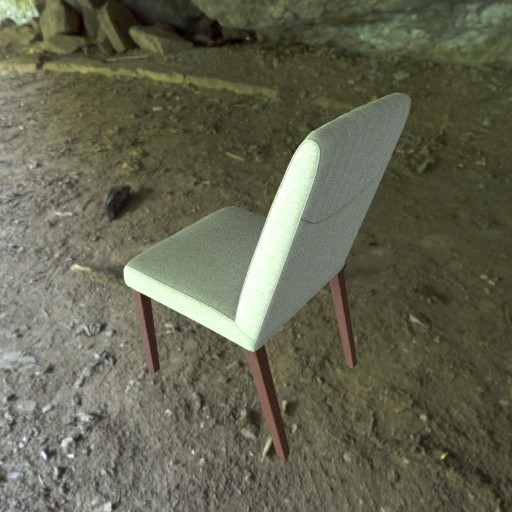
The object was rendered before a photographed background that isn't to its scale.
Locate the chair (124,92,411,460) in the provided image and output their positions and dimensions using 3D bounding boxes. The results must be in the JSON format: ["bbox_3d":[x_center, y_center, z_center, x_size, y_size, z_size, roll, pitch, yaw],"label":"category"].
[{"bbox_3d":[0.000,0.000,1.239,0.594,0.900,0.480,22,39,30],"label":"chair"}]
